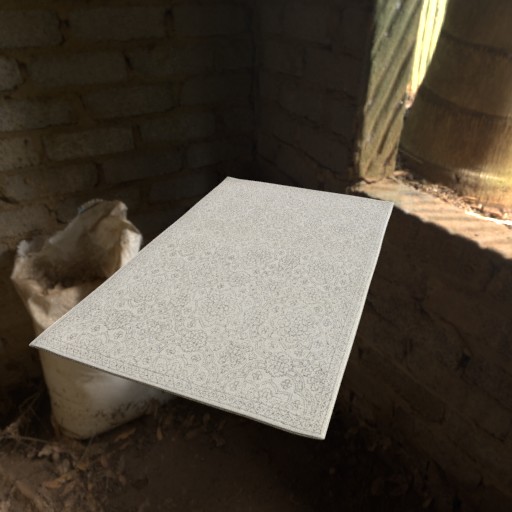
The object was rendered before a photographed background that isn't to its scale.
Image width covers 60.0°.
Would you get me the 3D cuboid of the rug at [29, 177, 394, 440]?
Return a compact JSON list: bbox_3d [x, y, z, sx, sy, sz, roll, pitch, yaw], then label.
[{"bbox_3d":[0.000,0.000,2.360,1.214,0.023,1.947,12,34,18],"label":"rug"}]
